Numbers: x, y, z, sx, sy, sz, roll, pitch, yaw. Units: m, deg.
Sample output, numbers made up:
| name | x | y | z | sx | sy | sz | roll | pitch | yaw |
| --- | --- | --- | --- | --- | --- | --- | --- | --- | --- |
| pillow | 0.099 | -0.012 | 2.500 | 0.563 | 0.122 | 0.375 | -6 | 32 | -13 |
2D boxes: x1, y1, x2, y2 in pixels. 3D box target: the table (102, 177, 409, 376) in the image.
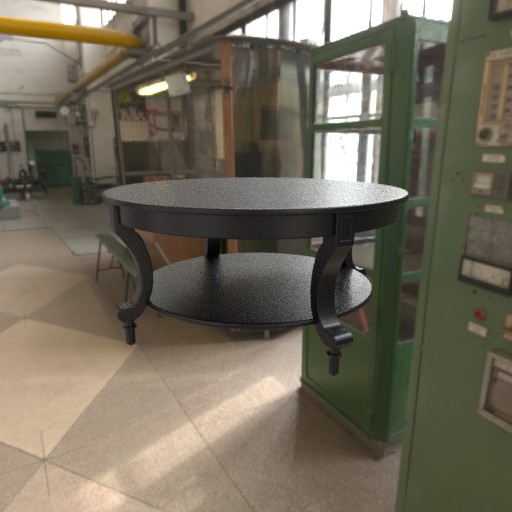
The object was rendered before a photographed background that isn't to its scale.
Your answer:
| name | x | y | z | sx | sy | sz | roll | pitch | yaw |
| --- | --- | --- | --- | --- | --- | --- | --- | --- | --- |
| table | 0.000 | 0.000 | 1.618 | 1.029 | 0.491 | 1.029 | 0 | 14 | 0 |
